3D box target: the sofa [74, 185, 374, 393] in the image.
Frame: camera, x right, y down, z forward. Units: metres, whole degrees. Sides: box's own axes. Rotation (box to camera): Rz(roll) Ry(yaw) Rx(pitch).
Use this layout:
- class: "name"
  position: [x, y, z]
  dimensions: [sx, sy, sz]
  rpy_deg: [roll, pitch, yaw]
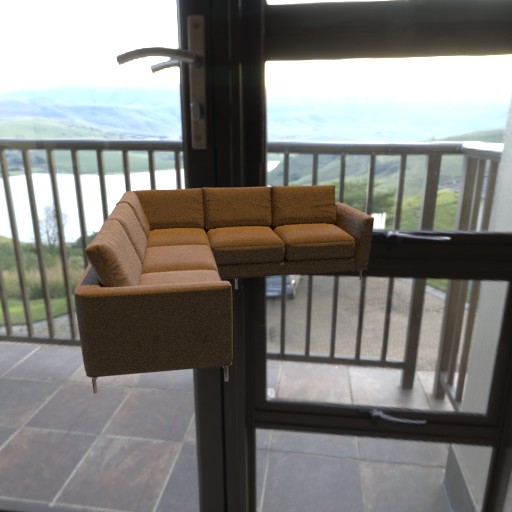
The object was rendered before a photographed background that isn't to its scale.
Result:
- class: "sofa"
  position: [0.000, 0.000, 3.718]
  dimensions: [2.438, 0.864, 2.438]
  rpy_deg: [-3, 17, -10]
